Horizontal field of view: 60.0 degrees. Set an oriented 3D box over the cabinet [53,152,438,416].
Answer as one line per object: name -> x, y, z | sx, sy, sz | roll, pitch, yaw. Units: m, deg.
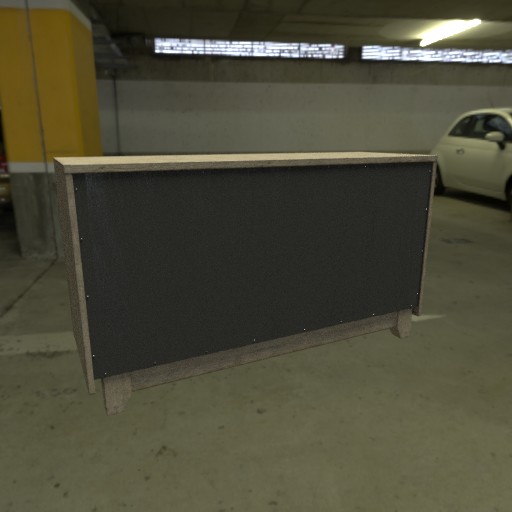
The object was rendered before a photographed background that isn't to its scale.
cabinet -> 0.000, 0.000, 1.878 | 1.460, 0.825, 0.511 | -7, 17, -26
